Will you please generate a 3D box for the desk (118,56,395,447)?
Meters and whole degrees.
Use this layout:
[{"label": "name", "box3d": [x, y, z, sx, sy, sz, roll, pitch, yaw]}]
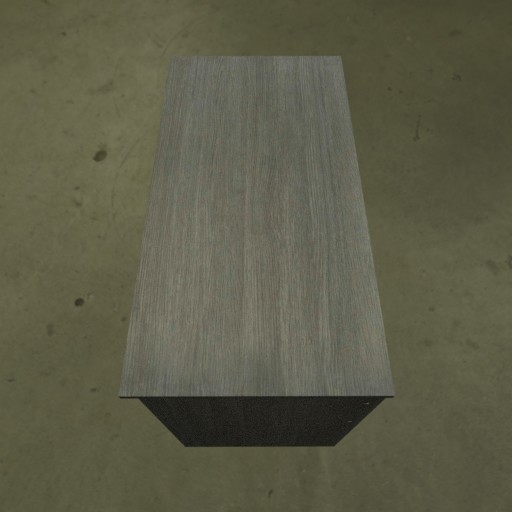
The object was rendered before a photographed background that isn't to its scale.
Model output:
[{"label": "desk", "box3d": [0.000, 0.000, 1.489, 0.560, 0.730, 1.096, 0, 59, 0]}]
